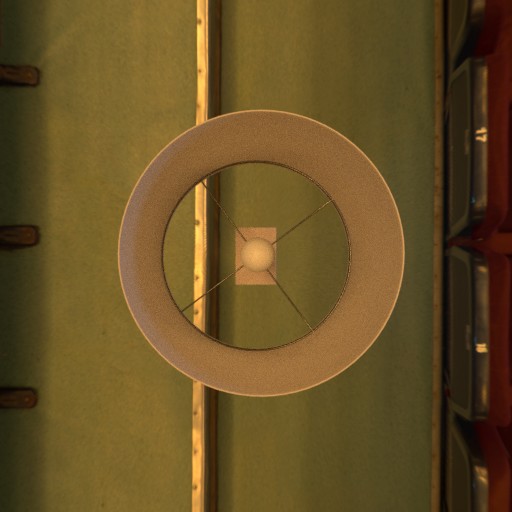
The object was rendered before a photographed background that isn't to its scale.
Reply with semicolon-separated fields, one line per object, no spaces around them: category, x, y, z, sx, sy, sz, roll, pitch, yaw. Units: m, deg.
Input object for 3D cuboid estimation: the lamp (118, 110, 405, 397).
lamp;0.000;0.000;0.561;0.229;0.417;0.229;0;89;-1
